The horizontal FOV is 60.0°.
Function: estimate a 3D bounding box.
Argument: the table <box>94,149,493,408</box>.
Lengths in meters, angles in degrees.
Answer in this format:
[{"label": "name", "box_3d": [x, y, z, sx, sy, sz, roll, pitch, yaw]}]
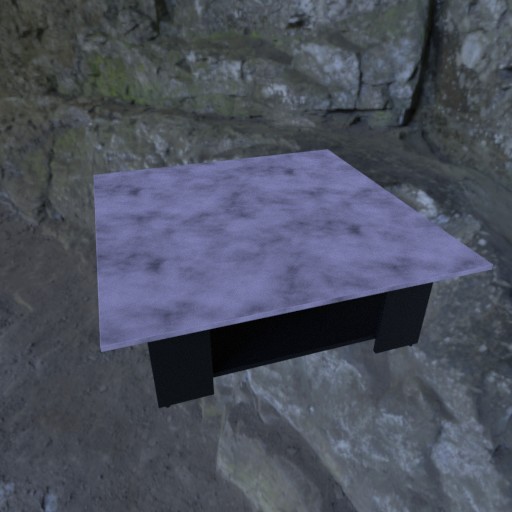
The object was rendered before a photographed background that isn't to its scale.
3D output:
[{"label": "table", "box_3d": [0.000, 0.000, 1.369, 0.890, 0.305, 0.890, -10, 33, -15]}]
